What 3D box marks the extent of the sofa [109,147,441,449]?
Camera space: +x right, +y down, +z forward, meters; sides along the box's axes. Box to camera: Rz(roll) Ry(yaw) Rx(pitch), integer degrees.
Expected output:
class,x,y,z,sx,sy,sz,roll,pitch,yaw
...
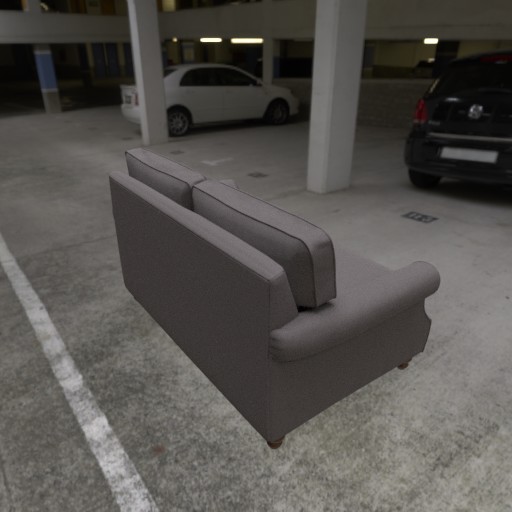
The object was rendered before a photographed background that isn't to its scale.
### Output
class,x,y,z,sx,sy,sz,roll,pitch,yaw
sofa,0.000,0.000,2.286,0.964,0.937,1.665,-18,31,-32
